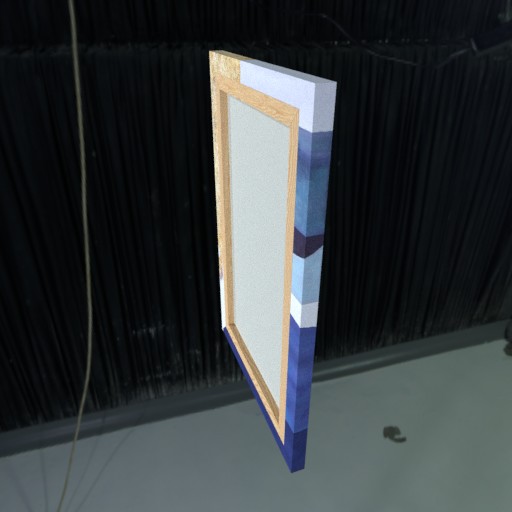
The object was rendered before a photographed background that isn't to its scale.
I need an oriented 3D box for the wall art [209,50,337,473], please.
[{"bbox_3d":[0.000,0.000,1.133,0.039,0.911,0.607,-10,31,-18],"label":"wall art"}]
